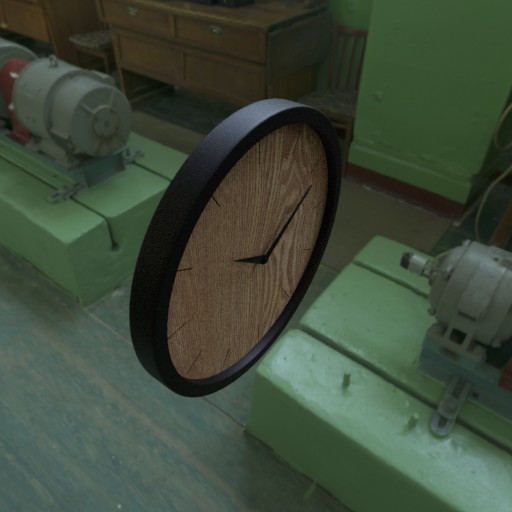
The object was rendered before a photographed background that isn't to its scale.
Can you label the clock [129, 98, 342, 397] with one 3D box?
[{"bbox_3d":[0.000,0.000,0.465,0.029,0.314,0.314,26,47,27],"label":"clock"}]
